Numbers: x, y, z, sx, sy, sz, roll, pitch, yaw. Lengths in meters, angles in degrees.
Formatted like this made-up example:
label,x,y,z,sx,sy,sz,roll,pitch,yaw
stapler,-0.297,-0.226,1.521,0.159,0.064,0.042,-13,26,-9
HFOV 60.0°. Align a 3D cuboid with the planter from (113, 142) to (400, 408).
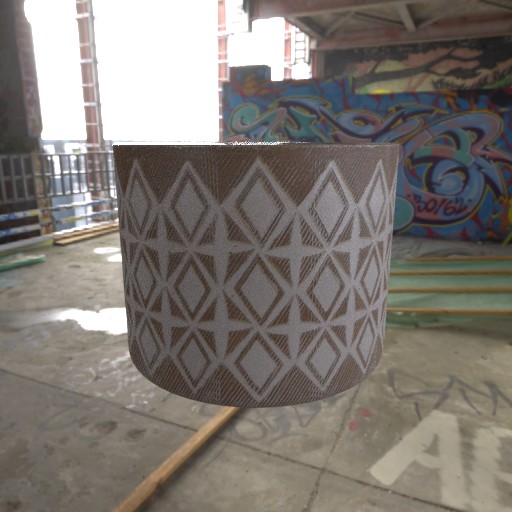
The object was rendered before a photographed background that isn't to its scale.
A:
label,x,y,z,sx,sy,sz,roll,pitch,yaw
planter,0.000,0.000,0.333,0.193,0.165,0.193,0,15,0
